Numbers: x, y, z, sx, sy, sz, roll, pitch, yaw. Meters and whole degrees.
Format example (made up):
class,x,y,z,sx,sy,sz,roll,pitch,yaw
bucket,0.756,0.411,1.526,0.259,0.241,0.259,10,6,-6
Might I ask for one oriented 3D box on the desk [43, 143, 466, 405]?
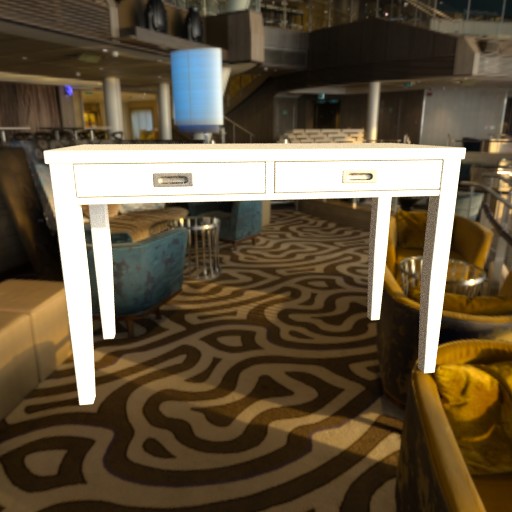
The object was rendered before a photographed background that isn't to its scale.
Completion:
class,x,y,z,sx,sy,sz,roll,pitch,yaw
desk,0.000,0.000,1.607,1.220,0.775,0.508,-3,16,-9
